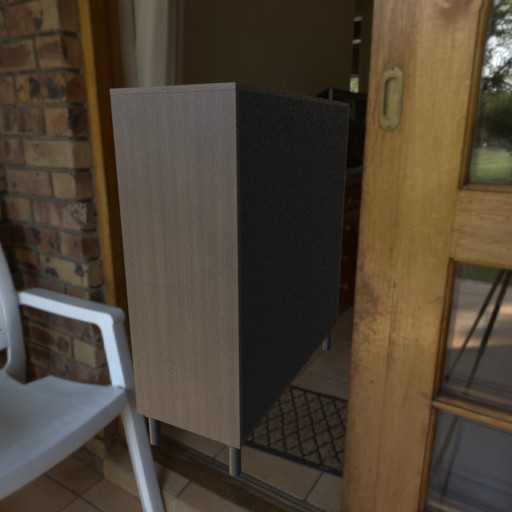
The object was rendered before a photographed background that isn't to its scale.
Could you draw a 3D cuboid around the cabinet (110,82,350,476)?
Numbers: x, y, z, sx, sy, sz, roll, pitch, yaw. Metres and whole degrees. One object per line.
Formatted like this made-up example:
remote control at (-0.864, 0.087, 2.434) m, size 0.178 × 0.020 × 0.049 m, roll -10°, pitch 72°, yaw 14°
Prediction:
cabinet at (0.000, 0.000, 1.736) m, size 0.400 × 1.170 × 1.010 m, roll 8°, pitch 18°, yaw 26°
